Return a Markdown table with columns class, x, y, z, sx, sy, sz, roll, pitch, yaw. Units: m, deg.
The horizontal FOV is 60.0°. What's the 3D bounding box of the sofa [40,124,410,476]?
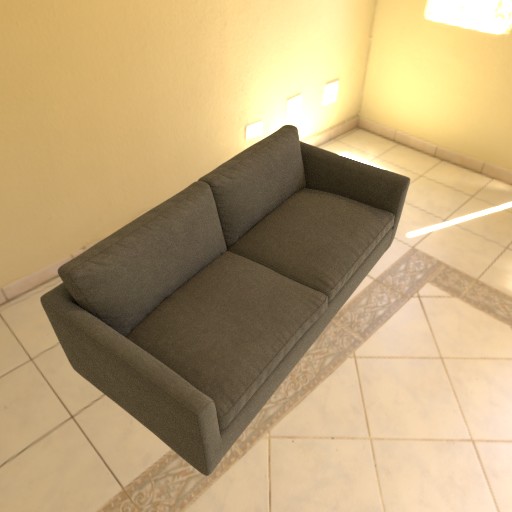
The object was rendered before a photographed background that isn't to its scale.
| class | x | y | z | sx | sy | sz | roll | pitch | yaw |
| --- | --- | --- | --- | --- | --- | --- | --- | --- | --- |
| sofa | 0.000 | 0.000 | 2.810 | 1.092 | 0.838 | 2.257 | 26 | 47 | 26 |
